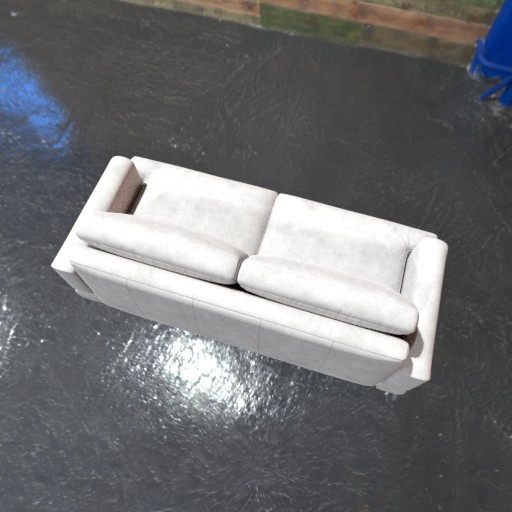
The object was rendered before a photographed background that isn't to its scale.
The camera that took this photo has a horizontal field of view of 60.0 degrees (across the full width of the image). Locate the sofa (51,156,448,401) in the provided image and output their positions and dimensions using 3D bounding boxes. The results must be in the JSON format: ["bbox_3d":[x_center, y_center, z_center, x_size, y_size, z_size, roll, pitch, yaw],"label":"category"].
[{"bbox_3d":[0.000,0.000,2.536,2.013,0.830,0.980,16,65,8],"label":"sofa"}]
